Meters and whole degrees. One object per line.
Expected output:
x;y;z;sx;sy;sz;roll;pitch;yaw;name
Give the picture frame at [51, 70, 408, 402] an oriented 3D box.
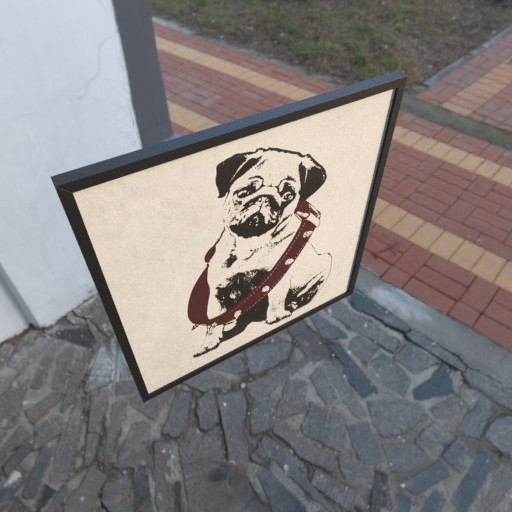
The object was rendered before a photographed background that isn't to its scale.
0.000;0.000;1.141;0.775;0.775;0.032;-24;51;-21;picture frame
